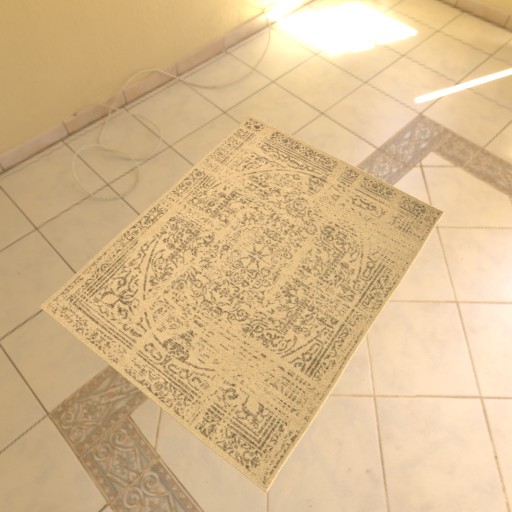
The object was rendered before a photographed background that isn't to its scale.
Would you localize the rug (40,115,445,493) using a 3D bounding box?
[{"bbox_3d":[0.000,0.000,3.914,2.311,0.032,2.921,32,63,18],"label":"rug"}]
